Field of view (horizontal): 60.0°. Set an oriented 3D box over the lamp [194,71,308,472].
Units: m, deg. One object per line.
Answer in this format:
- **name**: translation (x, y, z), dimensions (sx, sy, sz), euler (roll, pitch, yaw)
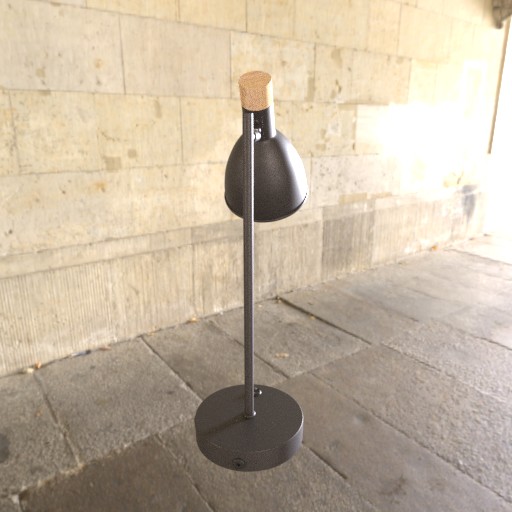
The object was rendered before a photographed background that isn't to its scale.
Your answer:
- **lamp**: translation (0.000, 0.000, 0.622), dimensions (0.152, 0.483, 0.287), euler (3, 17, 9)
